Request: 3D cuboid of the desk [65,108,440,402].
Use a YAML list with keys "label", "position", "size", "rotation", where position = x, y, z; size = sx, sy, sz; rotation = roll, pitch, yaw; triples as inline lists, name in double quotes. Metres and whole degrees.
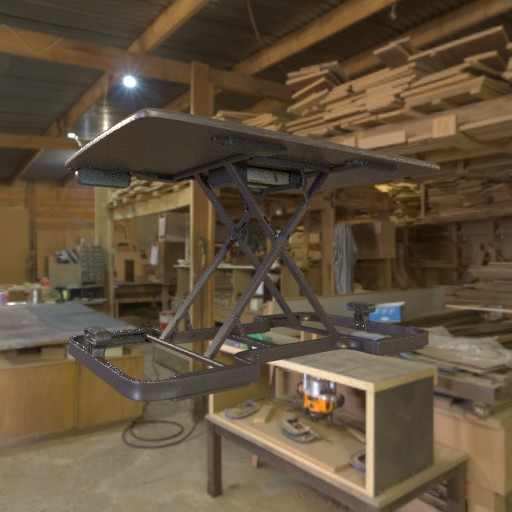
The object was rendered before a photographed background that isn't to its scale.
- label: "desk"
  position: [0.000, 0.000, 1.124]
  size: [0.820, 0.470, 0.546]
  rotation: [0, 1, -36]
